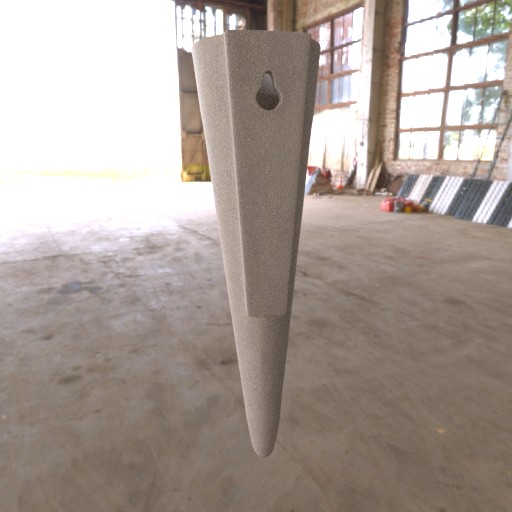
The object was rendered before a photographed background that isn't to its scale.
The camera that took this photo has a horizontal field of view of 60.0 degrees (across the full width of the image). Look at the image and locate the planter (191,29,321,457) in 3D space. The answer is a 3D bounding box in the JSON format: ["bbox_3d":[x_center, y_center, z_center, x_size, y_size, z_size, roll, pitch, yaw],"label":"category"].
[{"bbox_3d":[0.000,0.000,0.299,0.078,0.259,0.087,-2,14,-9],"label":"planter"}]
